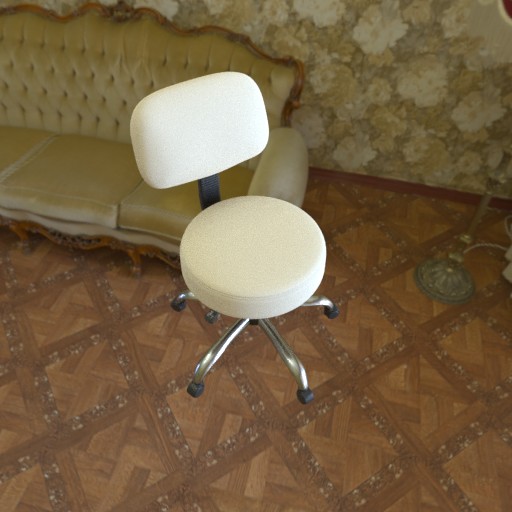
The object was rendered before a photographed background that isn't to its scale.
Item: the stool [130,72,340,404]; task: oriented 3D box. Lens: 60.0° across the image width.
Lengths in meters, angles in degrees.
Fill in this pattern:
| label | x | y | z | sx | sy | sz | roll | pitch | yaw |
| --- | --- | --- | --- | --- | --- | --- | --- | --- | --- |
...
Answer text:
| label | x | y | z | sx | sy | sz | roll | pitch | yaw |
| --- | --- | --- | --- | --- | --- | --- | --- | --- | --- |
| stool | 0.000 | 0.000 | 1.270 | 0.609 | 0.810 | 0.616 | -25 | 51 | -22 |
